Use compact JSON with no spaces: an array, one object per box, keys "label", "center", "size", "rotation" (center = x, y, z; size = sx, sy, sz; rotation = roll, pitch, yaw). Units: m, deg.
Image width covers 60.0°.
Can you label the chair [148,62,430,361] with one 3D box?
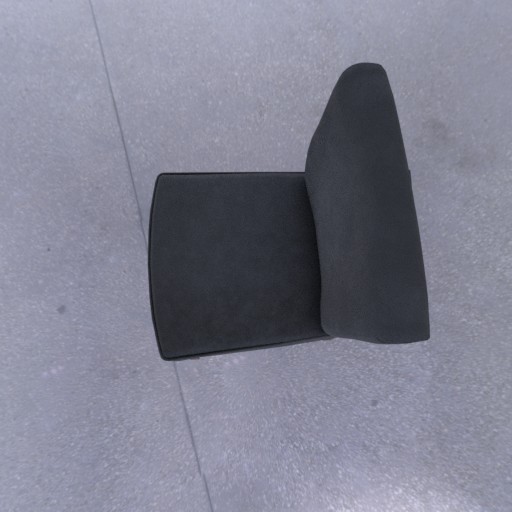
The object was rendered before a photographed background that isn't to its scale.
[{"label":"chair","center":[0.000,0.000,1.146],"size":[0.554,0.806,0.521],"rotation":[-4,76,-1]}]
